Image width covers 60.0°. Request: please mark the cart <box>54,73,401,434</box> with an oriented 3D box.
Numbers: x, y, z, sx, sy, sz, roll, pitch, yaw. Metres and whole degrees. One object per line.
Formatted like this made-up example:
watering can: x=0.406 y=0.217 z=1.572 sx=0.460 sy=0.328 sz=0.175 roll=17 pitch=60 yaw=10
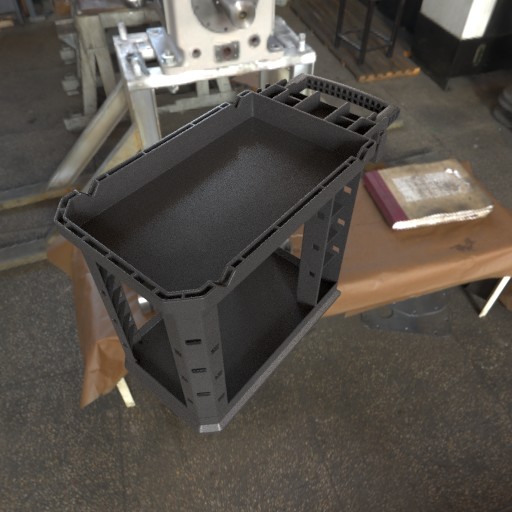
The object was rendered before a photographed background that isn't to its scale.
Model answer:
cart: x=0.000 y=0.000 z=1.576 sx=0.497 sy=0.884 sz=1.061 roll=31 pitch=55 yaw=25
